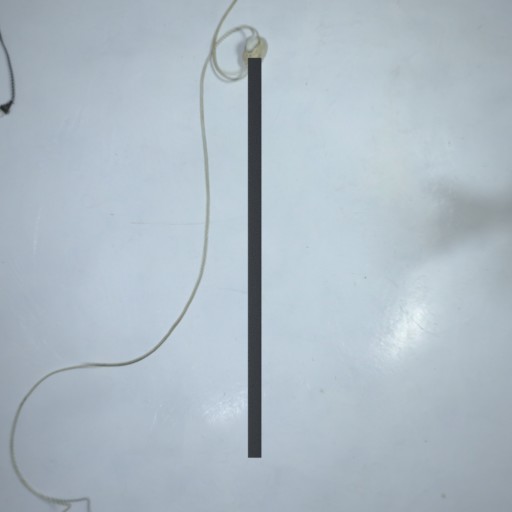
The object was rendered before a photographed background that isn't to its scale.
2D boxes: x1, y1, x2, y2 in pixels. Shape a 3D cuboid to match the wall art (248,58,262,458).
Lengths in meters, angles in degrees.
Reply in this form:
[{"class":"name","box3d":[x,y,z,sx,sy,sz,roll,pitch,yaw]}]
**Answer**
[{"class":"wall art","box3d":[0.000,0.000,0.590,0.011,0.459,0.326,0,91,0]}]
